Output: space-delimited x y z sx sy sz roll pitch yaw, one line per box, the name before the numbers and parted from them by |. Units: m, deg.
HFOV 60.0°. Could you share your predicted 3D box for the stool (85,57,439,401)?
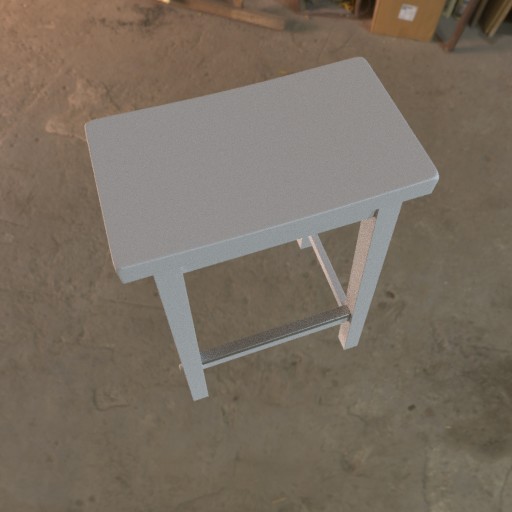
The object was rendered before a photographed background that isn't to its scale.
stool | 0.000 0.000 0.836 0.406 0.610 0.322 -17 64 -8
